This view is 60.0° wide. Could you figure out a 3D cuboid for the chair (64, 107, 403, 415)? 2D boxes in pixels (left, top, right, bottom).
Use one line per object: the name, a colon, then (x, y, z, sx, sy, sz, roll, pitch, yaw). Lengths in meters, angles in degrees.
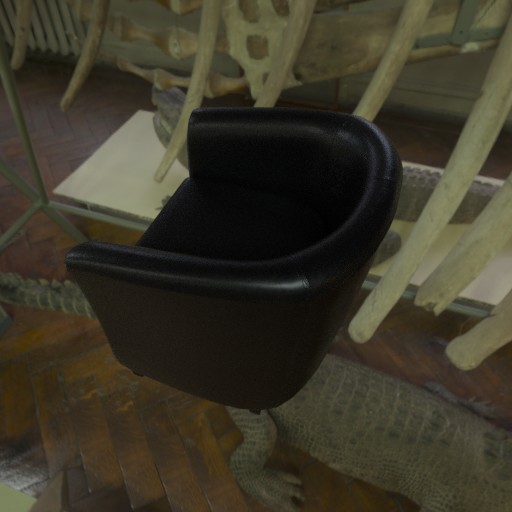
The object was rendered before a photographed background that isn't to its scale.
chair: (0.000, 0.000, 1.388, 0.727, 0.756, 0.793, 14, 48, 13)
